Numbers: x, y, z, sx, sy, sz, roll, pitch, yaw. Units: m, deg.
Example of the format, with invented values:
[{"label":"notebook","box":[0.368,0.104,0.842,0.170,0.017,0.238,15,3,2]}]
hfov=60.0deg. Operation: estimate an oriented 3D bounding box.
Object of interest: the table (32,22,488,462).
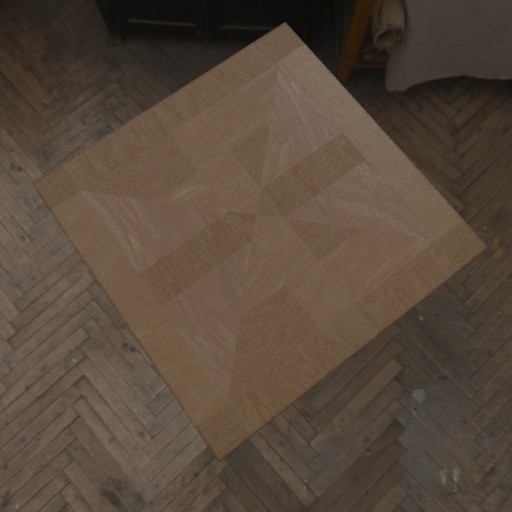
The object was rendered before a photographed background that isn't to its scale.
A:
[{"label":"table","box":[0.000,0.000,1.138,0.610,0.638,0.612,-36,79,-8]}]
